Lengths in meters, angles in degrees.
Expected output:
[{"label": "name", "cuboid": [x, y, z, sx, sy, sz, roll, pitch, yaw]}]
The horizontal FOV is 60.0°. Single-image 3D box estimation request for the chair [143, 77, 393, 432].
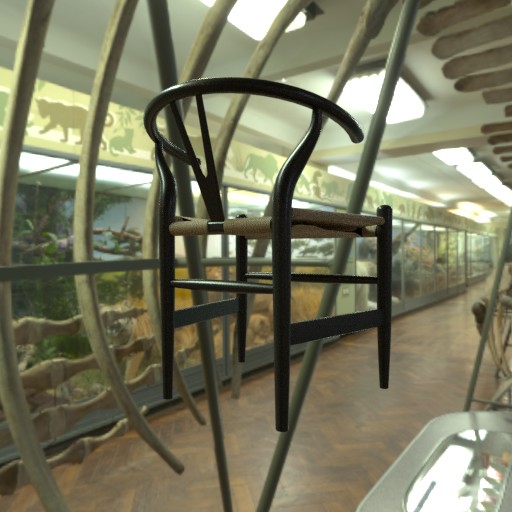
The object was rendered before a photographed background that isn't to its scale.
[{"label": "chair", "cuboid": [0.000, 0.000, 1.168, 0.570, 0.739, 0.570, 0, 1, 36]}]
